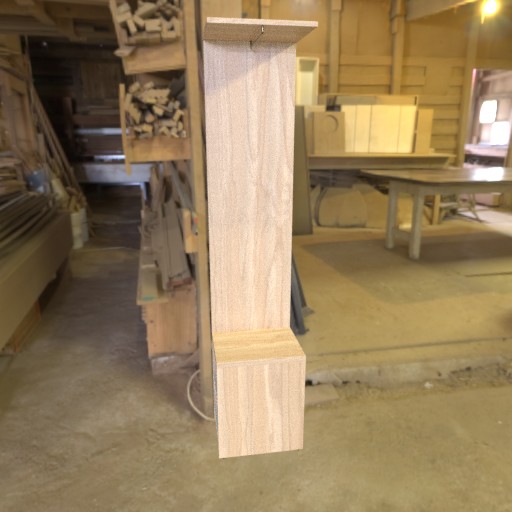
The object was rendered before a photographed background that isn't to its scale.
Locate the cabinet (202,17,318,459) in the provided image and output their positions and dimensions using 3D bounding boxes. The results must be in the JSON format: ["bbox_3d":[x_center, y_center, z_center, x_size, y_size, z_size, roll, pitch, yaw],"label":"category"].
[{"bbox_3d":[0.000,0.000,2.024,0.411,1.879,0.338,-3,16,-9],"label":"cabinet"}]
